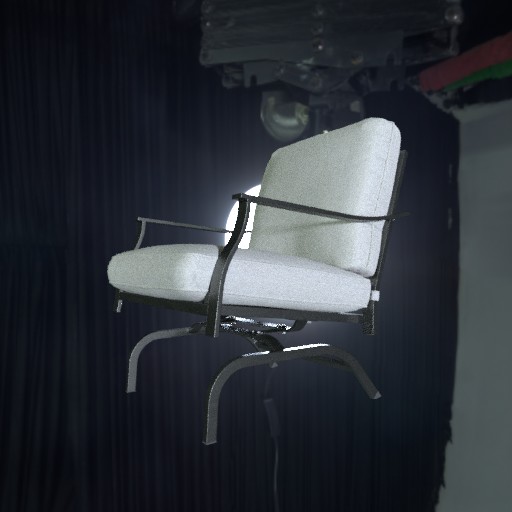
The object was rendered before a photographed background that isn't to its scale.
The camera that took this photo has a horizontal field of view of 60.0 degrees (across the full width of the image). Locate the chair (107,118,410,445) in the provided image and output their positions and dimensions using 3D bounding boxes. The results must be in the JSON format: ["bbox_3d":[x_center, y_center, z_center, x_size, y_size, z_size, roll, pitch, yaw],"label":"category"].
[{"bbox_3d":[0.000,0.000,1.398,0.787,0.860,0.650,1,-1,-36],"label":"chair"}]
